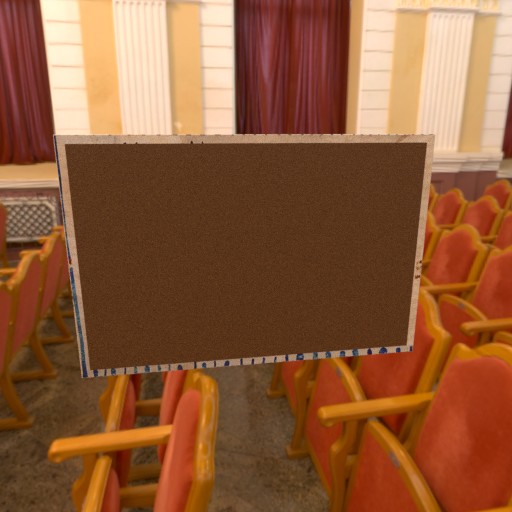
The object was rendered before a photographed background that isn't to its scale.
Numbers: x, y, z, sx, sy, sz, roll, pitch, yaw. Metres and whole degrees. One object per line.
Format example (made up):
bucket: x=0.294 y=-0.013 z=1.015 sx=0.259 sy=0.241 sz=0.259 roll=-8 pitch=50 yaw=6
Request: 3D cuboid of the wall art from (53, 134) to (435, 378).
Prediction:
wall art: x=0.000 y=0.000 z=1.151 sx=0.919 sy=0.609 sz=0.030 roll=-2 pitch=16 yaw=-9
